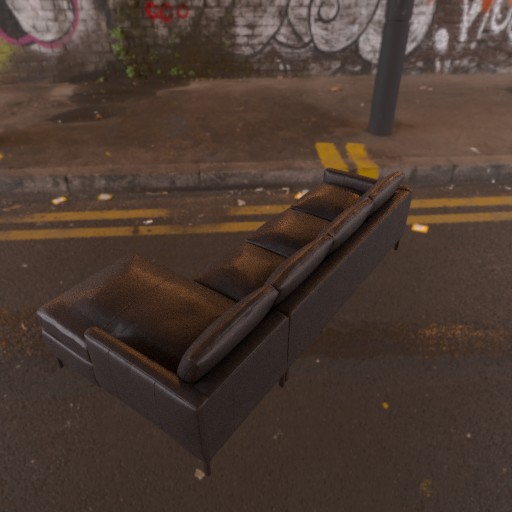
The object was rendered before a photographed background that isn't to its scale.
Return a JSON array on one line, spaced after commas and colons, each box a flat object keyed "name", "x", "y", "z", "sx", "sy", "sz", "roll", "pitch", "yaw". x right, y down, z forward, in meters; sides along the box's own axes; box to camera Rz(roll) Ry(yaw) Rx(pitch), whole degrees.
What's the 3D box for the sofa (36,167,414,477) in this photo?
[{"name": "sofa", "x": 0.000, "y": 0.000, "z": 3.572, "sx": 1.471, "sy": 0.859, "sz": 2.993, "roll": 22, "pitch": 40, "yaw": 29}]
